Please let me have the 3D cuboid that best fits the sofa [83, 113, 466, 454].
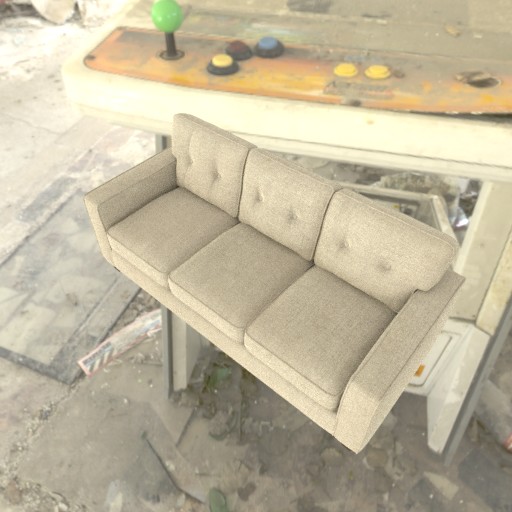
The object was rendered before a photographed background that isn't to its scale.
[{"bbox_3d":[0.000,0.000,2.658,2.133,0.965,0.939,32,54,27],"label":"sofa"}]
